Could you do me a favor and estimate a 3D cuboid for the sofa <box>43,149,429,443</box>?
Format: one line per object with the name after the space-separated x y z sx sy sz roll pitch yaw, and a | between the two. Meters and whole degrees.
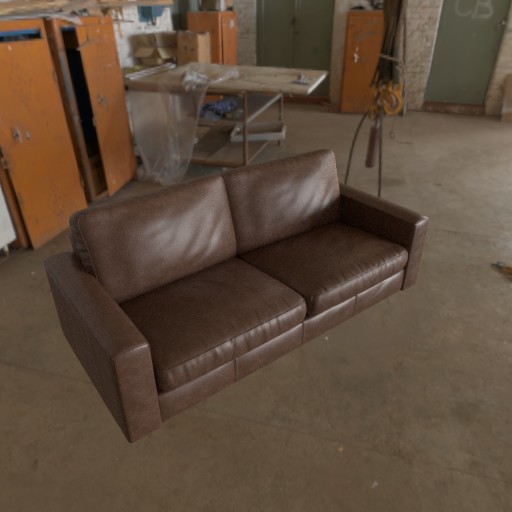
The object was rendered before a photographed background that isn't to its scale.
0.000 0.000 2.714 2.179 0.873 1.016 -21 36 -32 | sofa
